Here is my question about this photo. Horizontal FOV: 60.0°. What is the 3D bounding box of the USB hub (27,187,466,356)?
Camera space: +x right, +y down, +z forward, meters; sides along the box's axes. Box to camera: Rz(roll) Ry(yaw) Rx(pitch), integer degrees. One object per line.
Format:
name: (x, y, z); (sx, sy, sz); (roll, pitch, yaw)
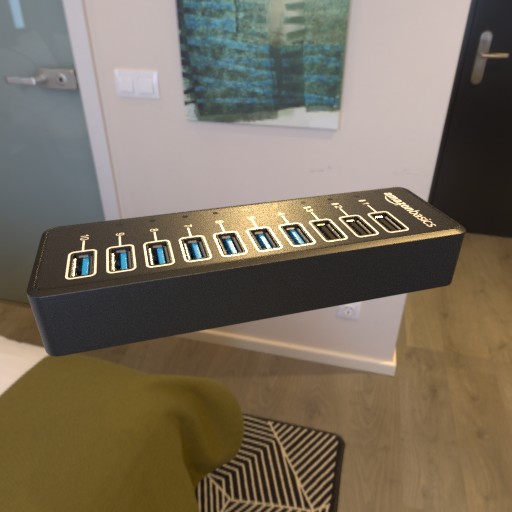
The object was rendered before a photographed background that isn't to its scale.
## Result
USB hub: (0.000, 0.000, 0.162); (0.145, 0.023, 0.044); (-8, 32, -14)
